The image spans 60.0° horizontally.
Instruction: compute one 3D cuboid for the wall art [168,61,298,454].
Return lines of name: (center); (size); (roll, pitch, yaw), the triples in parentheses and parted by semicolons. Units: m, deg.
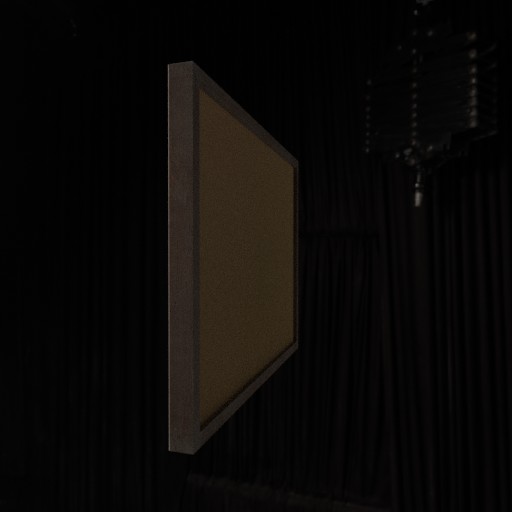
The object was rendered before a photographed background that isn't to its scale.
wall art: (0.000, 0.000, 1.777); (0.070, 1.009, 1.320); (0, 1, 17)
